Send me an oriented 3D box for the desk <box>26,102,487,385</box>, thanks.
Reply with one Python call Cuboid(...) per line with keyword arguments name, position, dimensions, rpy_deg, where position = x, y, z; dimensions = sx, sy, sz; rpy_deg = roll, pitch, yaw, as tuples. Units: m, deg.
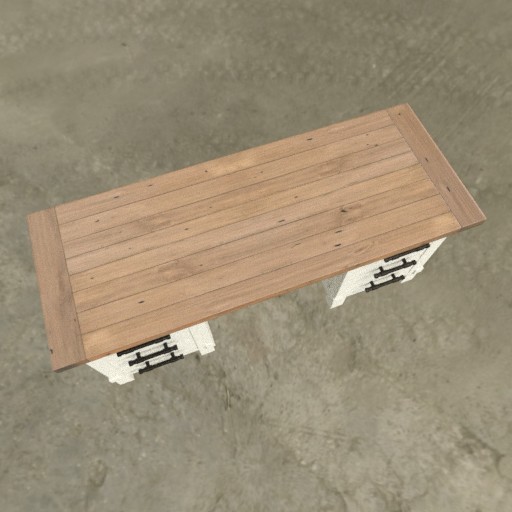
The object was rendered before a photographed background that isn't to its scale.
Cuboid(name="desk", position=(0.000, 0.000, 2.199), dimensions=(1.803, 0.760, 0.688), rpy_deg=(-18, 66, -9))
